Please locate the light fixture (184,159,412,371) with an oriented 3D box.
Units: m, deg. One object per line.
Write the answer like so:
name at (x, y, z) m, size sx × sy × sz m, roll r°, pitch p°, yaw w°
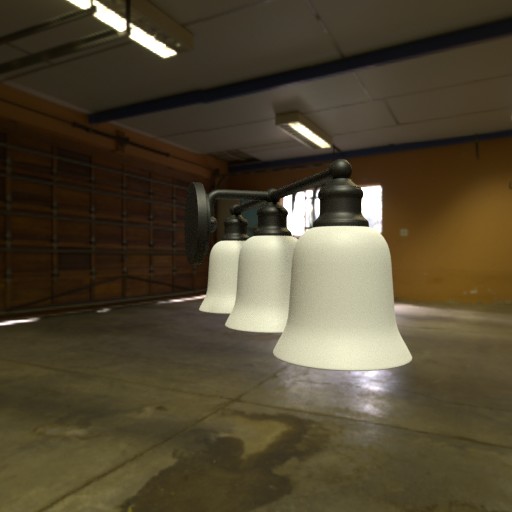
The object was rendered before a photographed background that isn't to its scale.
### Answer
light fixture at (0.000, 0.000, 0.669) m, size 0.198 × 0.211 × 0.570 m, roll 0°, pitch 0°, yaw -18°
